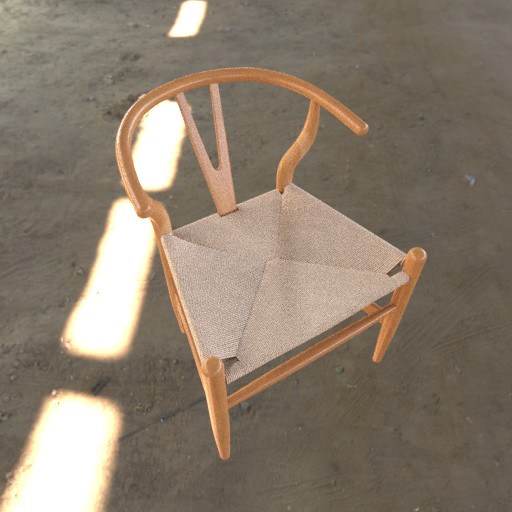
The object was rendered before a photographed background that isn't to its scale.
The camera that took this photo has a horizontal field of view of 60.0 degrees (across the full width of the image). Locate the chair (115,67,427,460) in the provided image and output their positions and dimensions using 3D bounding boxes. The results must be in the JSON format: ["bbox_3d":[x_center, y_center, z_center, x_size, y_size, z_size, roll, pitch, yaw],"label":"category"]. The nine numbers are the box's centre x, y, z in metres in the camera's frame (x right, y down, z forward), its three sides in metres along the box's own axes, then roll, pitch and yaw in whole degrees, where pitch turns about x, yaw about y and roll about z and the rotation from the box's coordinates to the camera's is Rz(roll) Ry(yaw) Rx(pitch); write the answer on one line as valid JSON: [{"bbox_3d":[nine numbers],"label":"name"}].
[{"bbox_3d":[0.000,0.000,1.134,0.569,0.730,0.579,-25,52,-21],"label":"chair"}]
